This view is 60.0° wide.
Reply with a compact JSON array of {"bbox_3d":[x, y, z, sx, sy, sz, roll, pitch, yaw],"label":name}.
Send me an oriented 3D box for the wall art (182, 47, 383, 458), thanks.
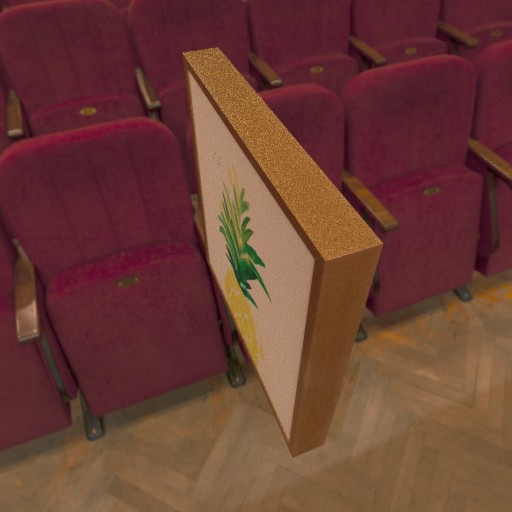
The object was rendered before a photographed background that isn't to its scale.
[{"bbox_3d":[0.000,0.000,0.460,0.038,0.305,0.306,-16,48,-15],"label":"wall art"}]
